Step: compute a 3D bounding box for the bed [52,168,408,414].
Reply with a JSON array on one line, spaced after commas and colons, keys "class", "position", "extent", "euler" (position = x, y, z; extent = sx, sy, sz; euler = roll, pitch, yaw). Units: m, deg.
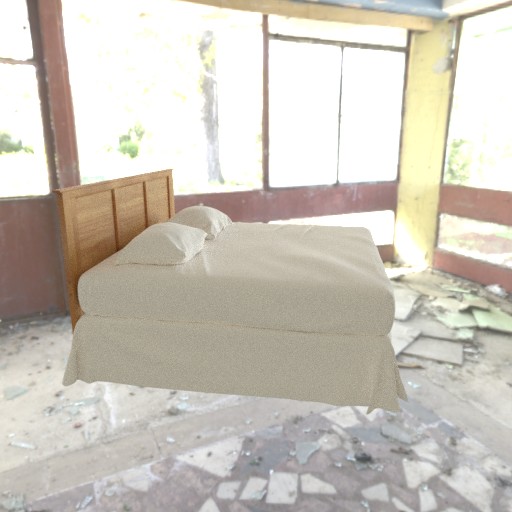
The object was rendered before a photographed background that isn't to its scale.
[{"class": "bed", "position": [0.000, 0.000, 3.652], "extent": [2.215, 1.270, 2.317], "euler": [3, 15, 10]}]
